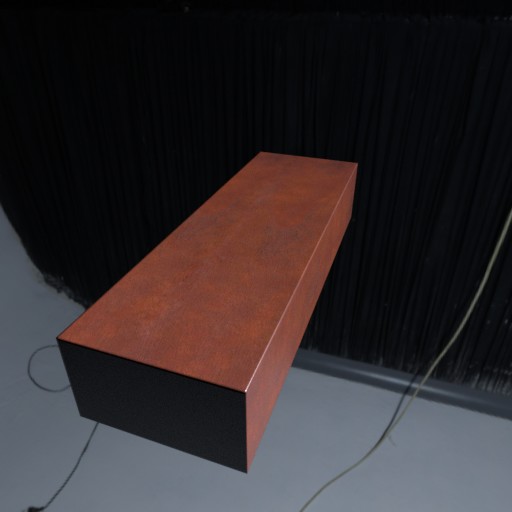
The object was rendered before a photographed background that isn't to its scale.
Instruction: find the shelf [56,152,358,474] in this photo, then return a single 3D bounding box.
[{"bbox_3d":[0.000,0.000,0.515,0.152,0.088,0.457,11,33,17],"label":"shelf"}]
